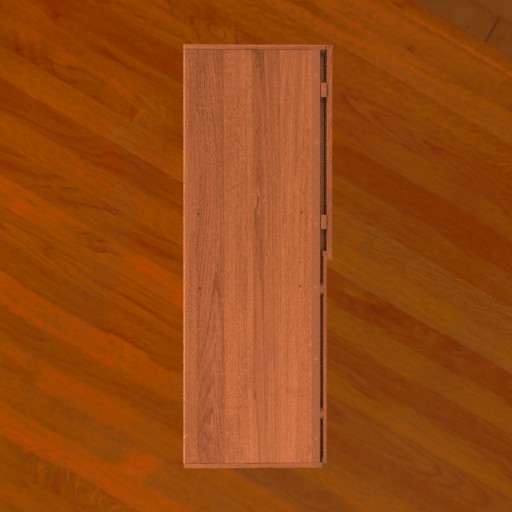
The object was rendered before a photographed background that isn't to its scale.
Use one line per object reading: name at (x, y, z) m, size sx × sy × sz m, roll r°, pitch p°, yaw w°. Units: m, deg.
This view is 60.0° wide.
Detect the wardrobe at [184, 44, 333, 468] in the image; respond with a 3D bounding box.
wardrobe at (0.000, 0.000, 2.838) m, size 0.629 × 1.960 × 1.780 m, roll 0°, pitch 90°, yaw -1°
